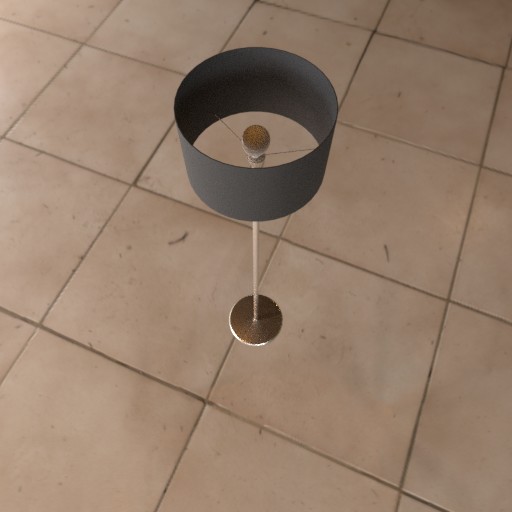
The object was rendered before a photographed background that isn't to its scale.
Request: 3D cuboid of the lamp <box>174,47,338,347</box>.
[{"bbox_3d":[0.000,0.000,1.583,0.348,1.443,0.348,20,65,10],"label":"lamp"}]
